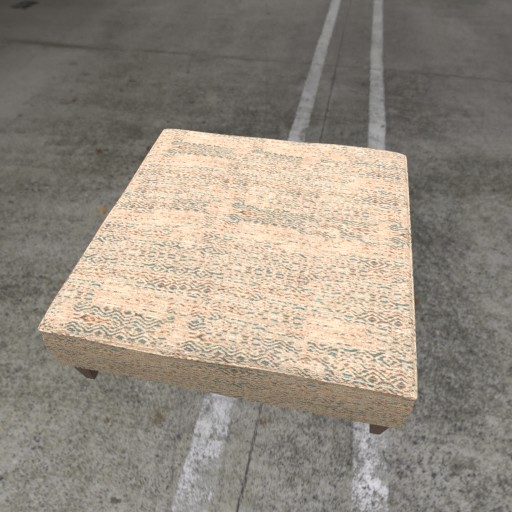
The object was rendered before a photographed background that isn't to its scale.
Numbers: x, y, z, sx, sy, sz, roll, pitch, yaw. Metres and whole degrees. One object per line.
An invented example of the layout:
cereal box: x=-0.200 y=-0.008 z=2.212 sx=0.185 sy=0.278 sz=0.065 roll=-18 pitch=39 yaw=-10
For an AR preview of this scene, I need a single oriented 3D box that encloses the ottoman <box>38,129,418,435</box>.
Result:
ottoman: x=0.000 y=0.000 z=1.511 sx=0.968 sy=0.356 sz=1.004 roll=8 pitch=47 yaw=8
